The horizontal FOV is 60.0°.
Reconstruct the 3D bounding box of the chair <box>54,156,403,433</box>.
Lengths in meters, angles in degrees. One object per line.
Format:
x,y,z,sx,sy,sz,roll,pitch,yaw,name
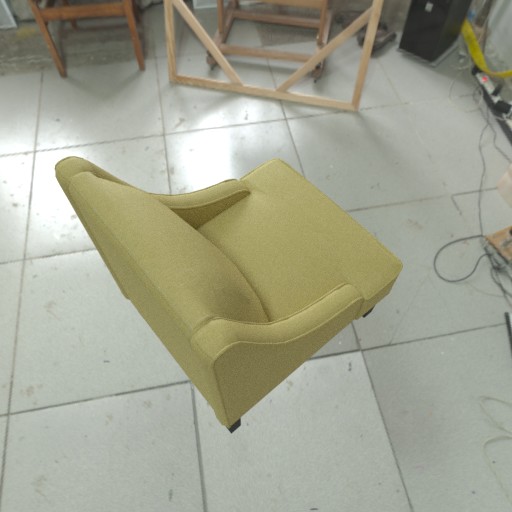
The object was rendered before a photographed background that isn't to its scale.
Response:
0.000,0.000,1.503,0.814,0.896,0.696,-36,65,-19,chair
